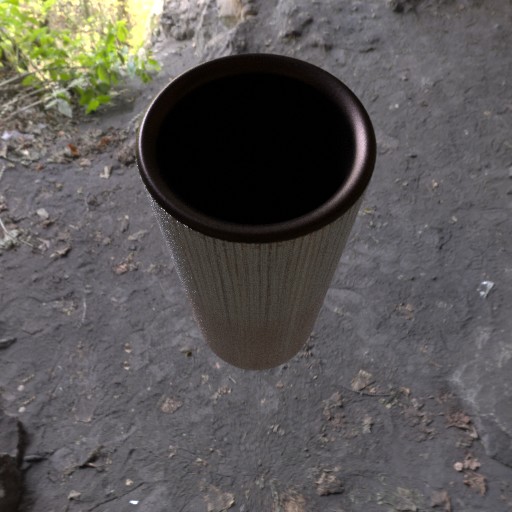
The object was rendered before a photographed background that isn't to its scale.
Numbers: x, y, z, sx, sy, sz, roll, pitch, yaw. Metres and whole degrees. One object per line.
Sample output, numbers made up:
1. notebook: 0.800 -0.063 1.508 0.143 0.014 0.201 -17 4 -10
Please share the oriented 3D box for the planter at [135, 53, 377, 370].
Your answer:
1. planter: 0.000 0.000 0.284 0.100 0.227 0.100 17 65 8
